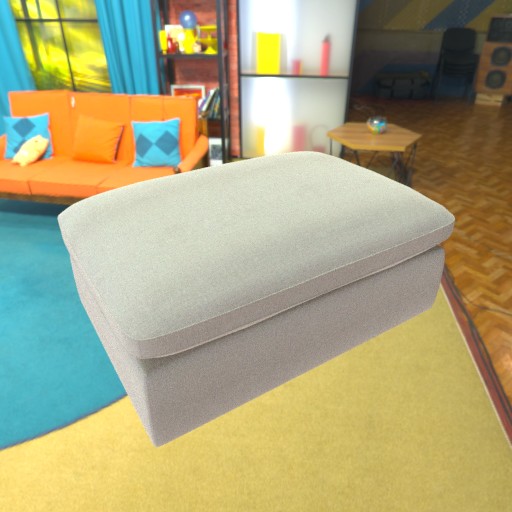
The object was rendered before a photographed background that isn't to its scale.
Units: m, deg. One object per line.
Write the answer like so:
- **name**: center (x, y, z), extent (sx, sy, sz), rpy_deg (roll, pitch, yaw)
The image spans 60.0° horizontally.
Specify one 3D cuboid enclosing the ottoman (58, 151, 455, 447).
- **ottoman**: center (0.000, 0.000, 1.347), extent (0.984, 0.453, 0.686), rpy_deg (-19, 36, -27)
